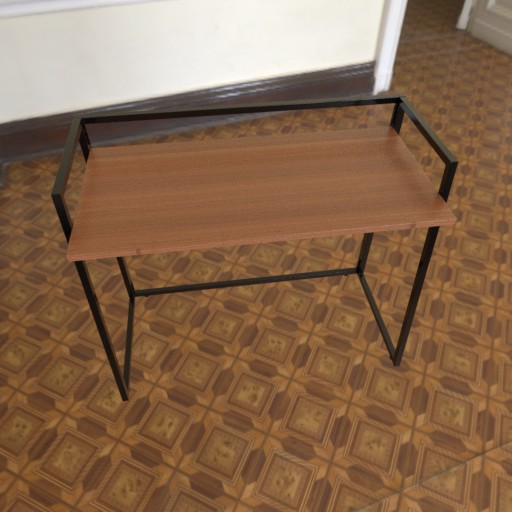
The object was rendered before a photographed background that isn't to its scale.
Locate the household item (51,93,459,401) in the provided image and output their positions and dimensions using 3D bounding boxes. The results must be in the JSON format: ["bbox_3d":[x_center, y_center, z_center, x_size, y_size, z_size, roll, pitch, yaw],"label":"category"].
[{"bbox_3d":[0.000,0.000,1.531,1.050,0.860,0.510,-6,46,-6],"label":"household item"}]
